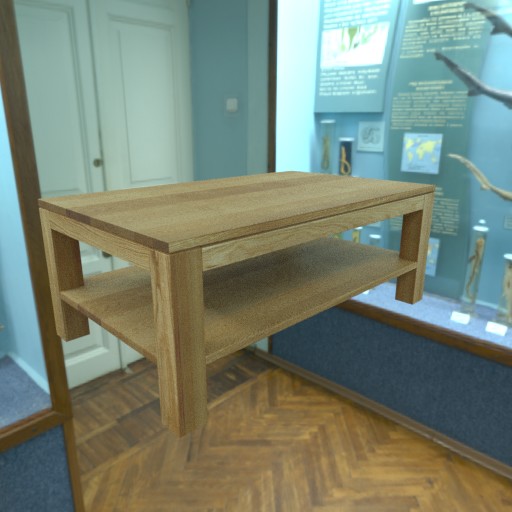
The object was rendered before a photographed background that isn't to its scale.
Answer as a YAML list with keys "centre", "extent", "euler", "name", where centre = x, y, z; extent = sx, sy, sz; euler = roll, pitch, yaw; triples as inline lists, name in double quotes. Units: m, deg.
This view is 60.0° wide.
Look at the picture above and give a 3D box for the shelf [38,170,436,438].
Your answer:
- centre: [0.000, 0.000, 1.540]
  extent: [1.150, 0.450, 0.700]
  euler: [-16, 23, -42]
  name: "shelf"
